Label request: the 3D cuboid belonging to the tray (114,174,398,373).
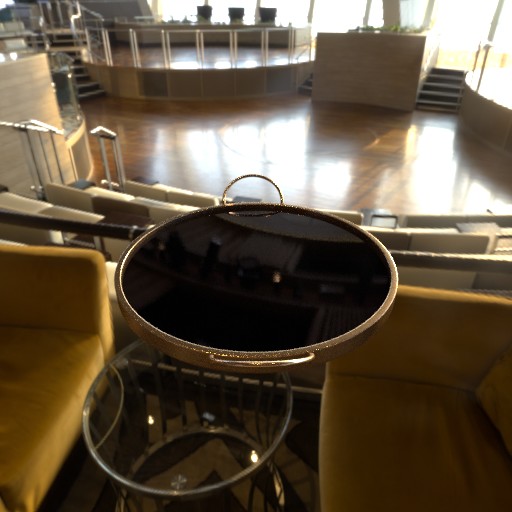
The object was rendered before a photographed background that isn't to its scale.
[{"bbox_3d":[0.000,0.000,0.706,0.438,0.069,0.543,-1,31,-1],"label":"tray"}]
